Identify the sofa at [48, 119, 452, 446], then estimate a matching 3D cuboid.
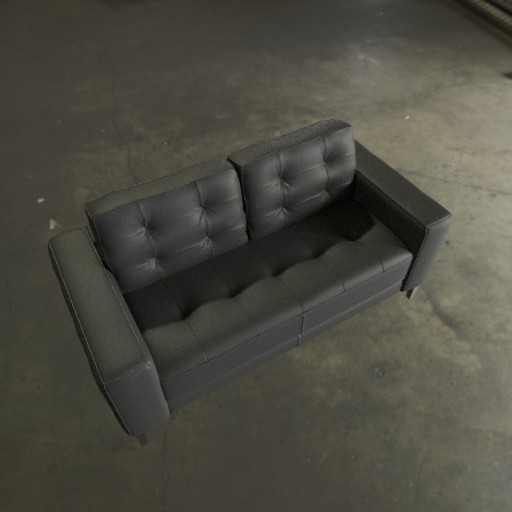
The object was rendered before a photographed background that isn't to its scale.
[{"bbox_3d":[0.000,0.000,2.160,1.726,0.893,0.833,-24,52,-20],"label":"sofa"}]
